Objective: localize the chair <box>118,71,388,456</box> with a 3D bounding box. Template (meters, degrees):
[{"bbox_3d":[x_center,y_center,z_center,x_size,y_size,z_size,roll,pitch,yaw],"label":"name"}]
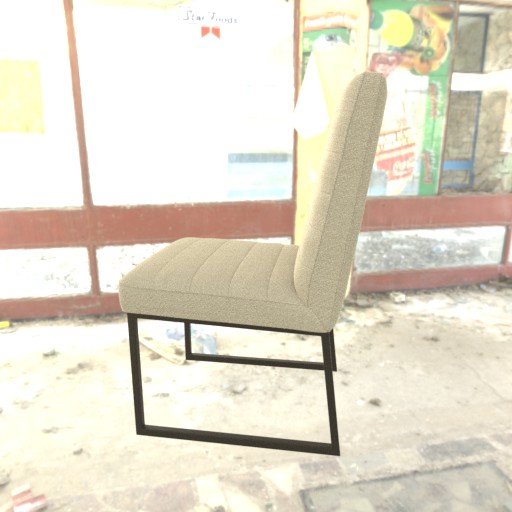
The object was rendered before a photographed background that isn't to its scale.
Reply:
[{"bbox_3d":[0.000,0.000,1.288,0.634,0.930,0.520,2,14,9],"label":"chair"}]
